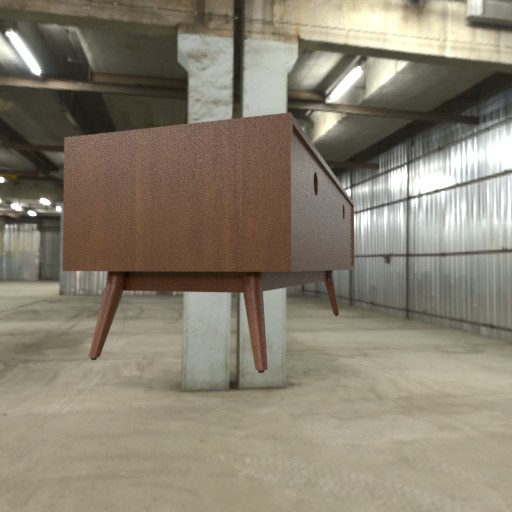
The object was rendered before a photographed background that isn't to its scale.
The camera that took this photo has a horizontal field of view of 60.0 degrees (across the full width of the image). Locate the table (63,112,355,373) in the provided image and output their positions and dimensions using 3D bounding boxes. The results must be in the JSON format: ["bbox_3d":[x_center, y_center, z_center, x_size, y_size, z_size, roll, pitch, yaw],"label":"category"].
[{"bbox_3d":[0.000,0.000,1.369,0.490,0.464,1.119,-1,-2,18],"label":"table"}]
